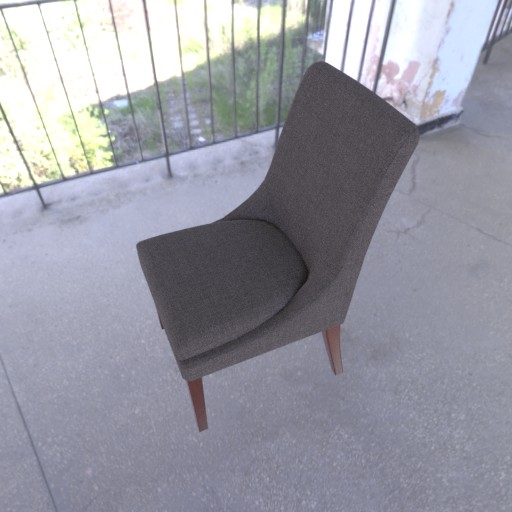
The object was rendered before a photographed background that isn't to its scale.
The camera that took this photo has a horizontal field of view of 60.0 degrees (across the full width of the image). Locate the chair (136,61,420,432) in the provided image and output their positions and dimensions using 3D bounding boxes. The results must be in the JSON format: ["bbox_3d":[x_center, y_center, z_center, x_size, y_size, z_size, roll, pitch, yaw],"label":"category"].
[{"bbox_3d":[0.000,0.000,1.373,0.655,0.952,0.508,-18,48,-17],"label":"chair"}]
